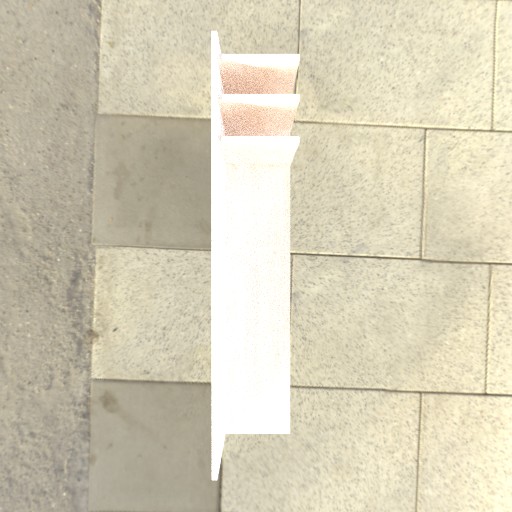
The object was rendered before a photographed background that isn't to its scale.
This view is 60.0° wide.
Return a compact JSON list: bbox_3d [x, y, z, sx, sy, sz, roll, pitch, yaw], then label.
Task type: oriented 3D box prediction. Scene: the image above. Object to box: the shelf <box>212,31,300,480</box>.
[{"bbox_3d":[0.000,0.000,1.156,0.200,0.300,1.020,0,91,0],"label":"shelf"}]
